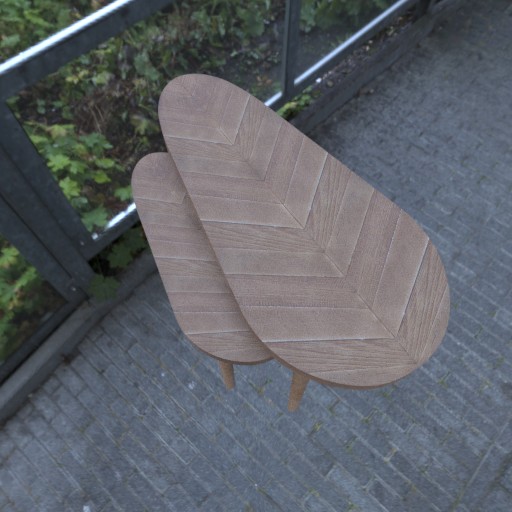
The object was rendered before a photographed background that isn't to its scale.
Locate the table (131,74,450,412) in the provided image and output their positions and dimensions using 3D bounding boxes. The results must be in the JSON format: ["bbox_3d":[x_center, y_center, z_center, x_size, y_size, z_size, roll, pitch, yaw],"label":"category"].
[{"bbox_3d":[0.000,0.000,1.535,0.701,0.595,1.190,-31,67,-15],"label":"table"}]
